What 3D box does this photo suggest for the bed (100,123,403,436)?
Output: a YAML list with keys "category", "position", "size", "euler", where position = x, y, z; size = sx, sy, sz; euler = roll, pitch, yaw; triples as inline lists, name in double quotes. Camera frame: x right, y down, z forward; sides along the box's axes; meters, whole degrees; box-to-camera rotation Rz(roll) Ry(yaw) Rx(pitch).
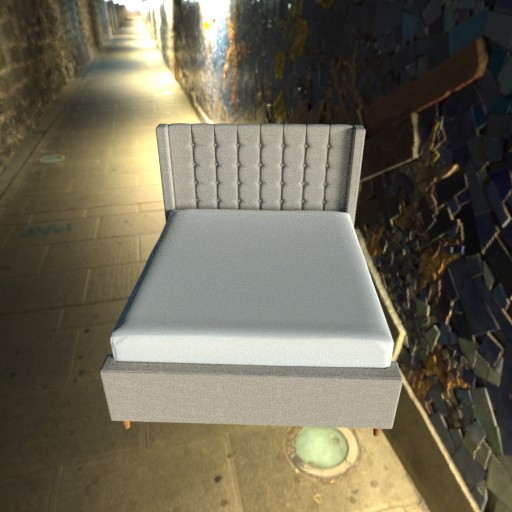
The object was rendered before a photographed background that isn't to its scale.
- category: "bed"
  position: [0.000, 0.000, 3.867]
  size: [2.044, 1.748, 2.372]
  euler: [1, 30, 2]
